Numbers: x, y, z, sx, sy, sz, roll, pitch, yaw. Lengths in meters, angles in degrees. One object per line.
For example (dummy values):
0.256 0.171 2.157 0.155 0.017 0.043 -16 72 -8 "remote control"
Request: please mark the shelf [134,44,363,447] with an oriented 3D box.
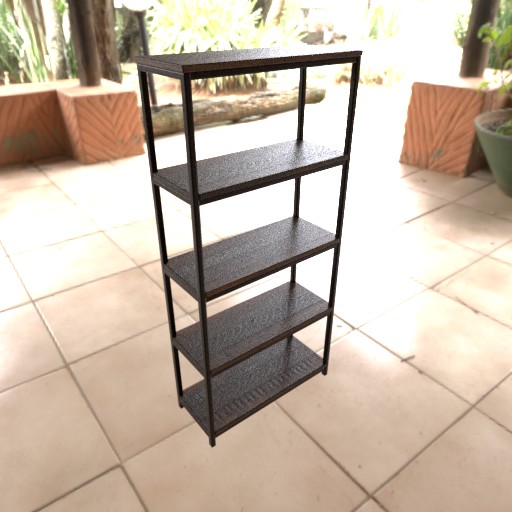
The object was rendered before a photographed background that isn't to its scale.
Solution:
0.000 0.000 2.225 0.874 1.860 0.359 -21 36 -32 "shelf"
